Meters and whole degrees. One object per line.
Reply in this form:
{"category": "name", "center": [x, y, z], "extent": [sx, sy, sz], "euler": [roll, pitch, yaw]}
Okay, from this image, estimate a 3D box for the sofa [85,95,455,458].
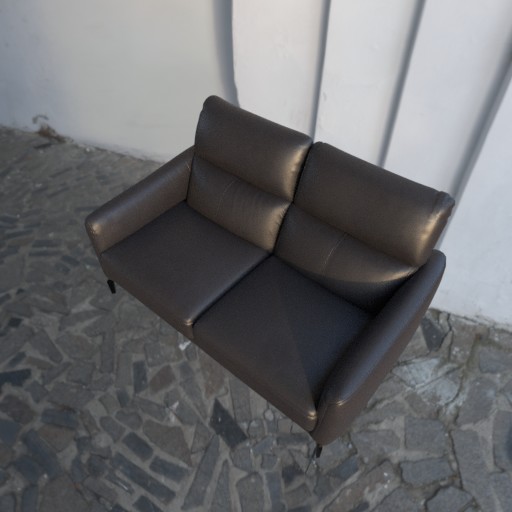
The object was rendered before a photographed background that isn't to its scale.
{"category": "sofa", "center": [0.000, 0.000, 2.198], "extent": [1.596, 0.920, 0.958], "euler": [31, 54, 26]}
